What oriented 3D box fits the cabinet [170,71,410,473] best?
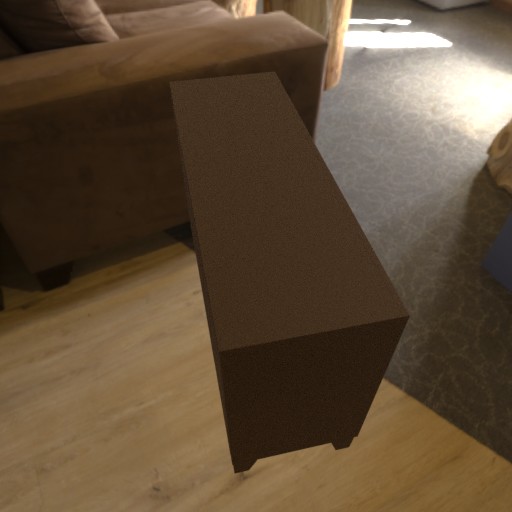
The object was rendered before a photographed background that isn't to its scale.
[{"bbox_3d":[0.000,0.000,1.870,0.482,0.914,1.396,-9,48,-8],"label":"cabinet"}]
